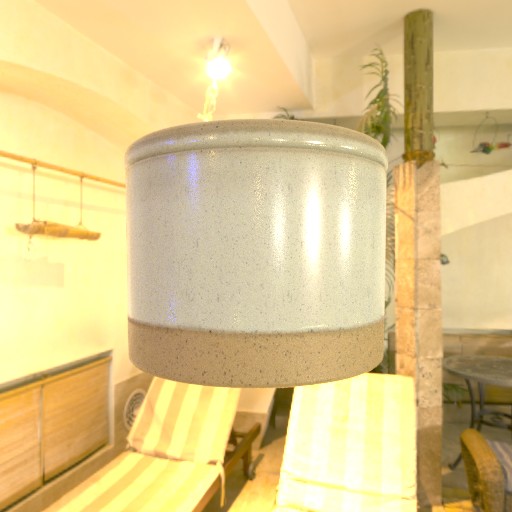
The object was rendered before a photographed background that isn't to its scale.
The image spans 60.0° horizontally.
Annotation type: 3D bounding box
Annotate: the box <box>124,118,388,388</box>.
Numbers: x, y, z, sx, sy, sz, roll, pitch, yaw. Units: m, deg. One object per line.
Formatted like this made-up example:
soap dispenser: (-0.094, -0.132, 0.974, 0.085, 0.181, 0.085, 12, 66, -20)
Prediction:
box: (0.000, 0.000, 0.270, 0.154, 0.123, 0.154, 0, 0, 0)
